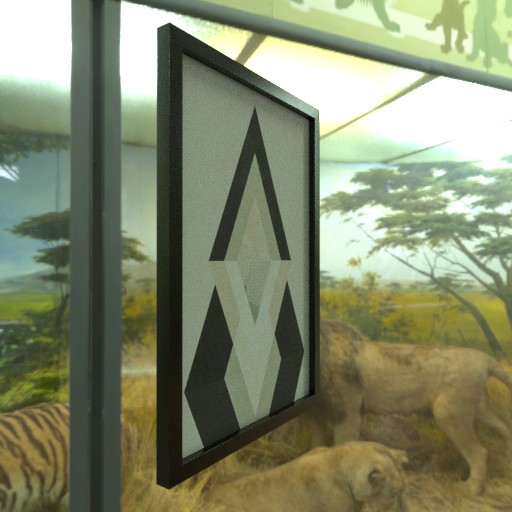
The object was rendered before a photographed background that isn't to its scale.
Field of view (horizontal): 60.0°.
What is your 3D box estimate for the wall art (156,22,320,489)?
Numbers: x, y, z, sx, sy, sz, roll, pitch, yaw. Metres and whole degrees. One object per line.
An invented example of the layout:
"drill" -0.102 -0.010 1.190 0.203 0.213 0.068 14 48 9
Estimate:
"wall art" 0.000 0.000 0.564 0.019 0.455 0.314 0 0 36
